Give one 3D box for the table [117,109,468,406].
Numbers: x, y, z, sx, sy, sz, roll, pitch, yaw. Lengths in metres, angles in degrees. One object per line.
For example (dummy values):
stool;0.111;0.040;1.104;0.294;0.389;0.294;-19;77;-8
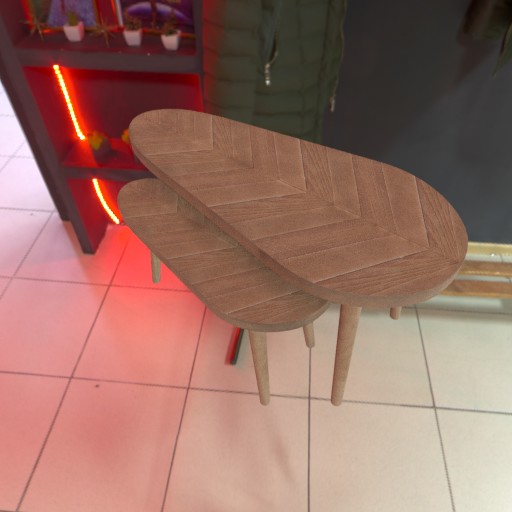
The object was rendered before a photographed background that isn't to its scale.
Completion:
table;0.000;0.000;1.535;1.190;0.595;0.701;30;54;25
